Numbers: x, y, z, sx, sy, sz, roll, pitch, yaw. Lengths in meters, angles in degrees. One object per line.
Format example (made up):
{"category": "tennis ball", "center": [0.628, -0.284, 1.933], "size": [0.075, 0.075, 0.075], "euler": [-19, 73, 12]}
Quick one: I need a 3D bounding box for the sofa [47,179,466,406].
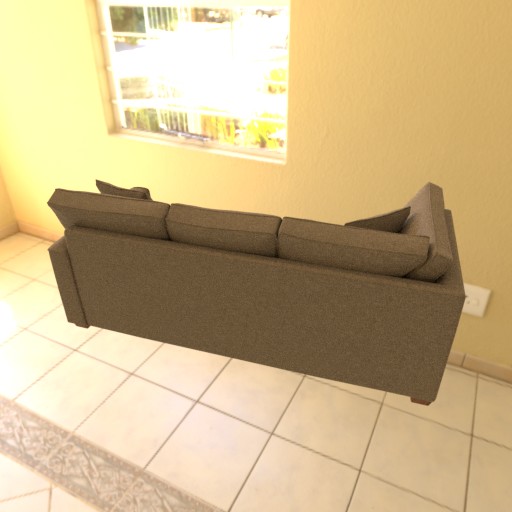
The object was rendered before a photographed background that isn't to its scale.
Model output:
{"category": "sofa", "center": [0.000, 0.000, 2.856], "size": [2.317, 0.962, 1.061], "euler": [9, 32, 15]}
